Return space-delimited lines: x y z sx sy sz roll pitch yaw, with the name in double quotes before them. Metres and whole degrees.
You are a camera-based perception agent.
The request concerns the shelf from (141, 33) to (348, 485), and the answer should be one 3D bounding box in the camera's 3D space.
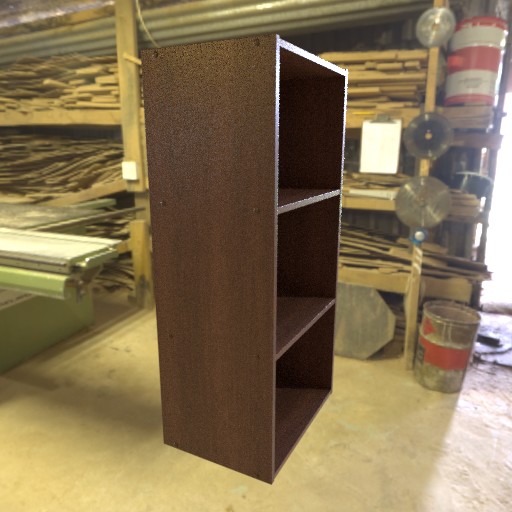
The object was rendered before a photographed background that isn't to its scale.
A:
"shelf" 0.000 0.000 1.077 0.290 0.879 0.414 7 16 27
